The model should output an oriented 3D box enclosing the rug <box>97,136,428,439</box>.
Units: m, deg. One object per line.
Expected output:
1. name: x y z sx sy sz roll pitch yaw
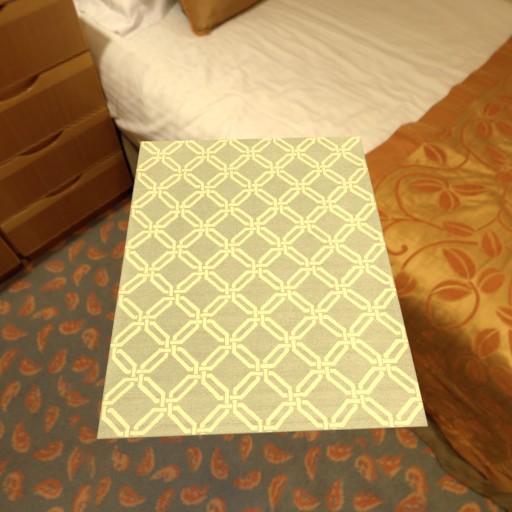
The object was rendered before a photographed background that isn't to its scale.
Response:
1. rug: 0.000 0.000 3.834 2.288 0.018 2.895 -2 57 -1
